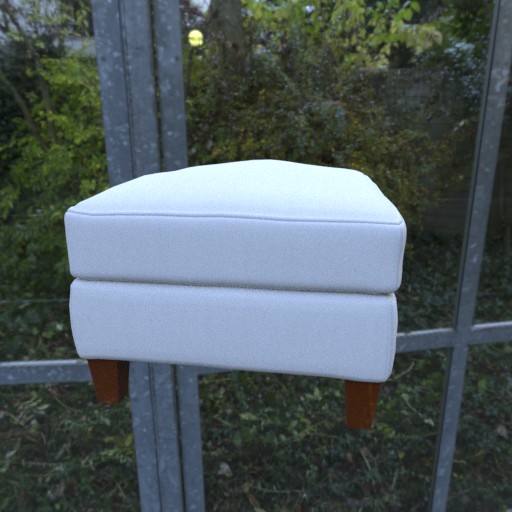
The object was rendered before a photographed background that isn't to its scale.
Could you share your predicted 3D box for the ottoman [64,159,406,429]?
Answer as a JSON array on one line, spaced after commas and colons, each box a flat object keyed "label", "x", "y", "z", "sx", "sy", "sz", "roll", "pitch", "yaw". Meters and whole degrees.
[{"label": "ottoman", "x": 0.000, "y": 0.000, "z": 1.185, "sx": 0.634, "sy": 0.479, "sz": 0.818, "roll": 2, "pitch": 16, "yaw": 9}]
